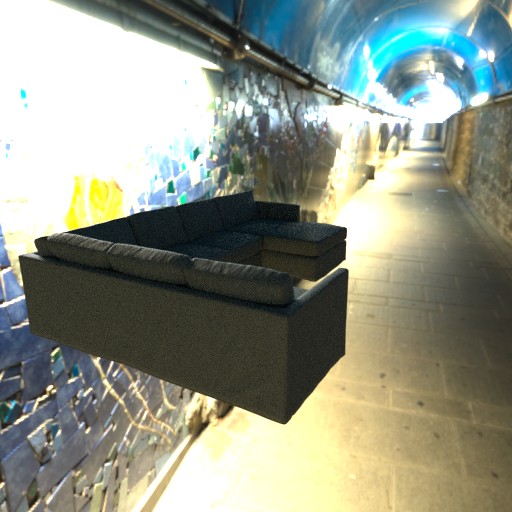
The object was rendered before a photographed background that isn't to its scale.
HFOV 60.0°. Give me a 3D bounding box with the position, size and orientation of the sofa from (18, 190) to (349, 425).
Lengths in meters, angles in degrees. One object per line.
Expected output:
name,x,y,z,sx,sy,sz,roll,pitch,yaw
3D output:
sofa,0.000,0.000,4.463,2.427,0.882,3.460,9,18,29
